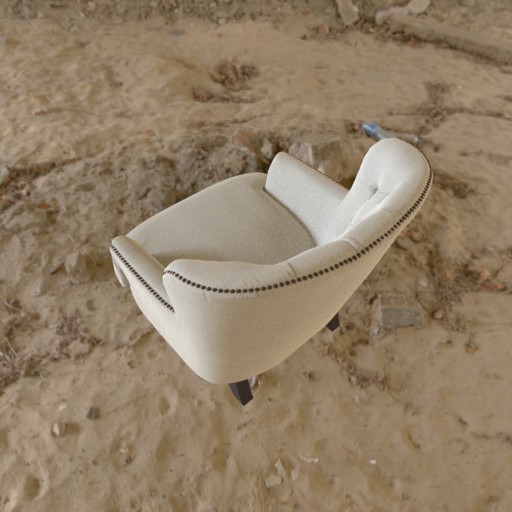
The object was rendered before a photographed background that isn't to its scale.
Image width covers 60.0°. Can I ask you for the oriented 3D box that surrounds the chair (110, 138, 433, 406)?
[{"bbox_3d":[0.000,0.000,1.557,0.848,0.868,0.906,-33,55,-27],"label":"chair"}]
